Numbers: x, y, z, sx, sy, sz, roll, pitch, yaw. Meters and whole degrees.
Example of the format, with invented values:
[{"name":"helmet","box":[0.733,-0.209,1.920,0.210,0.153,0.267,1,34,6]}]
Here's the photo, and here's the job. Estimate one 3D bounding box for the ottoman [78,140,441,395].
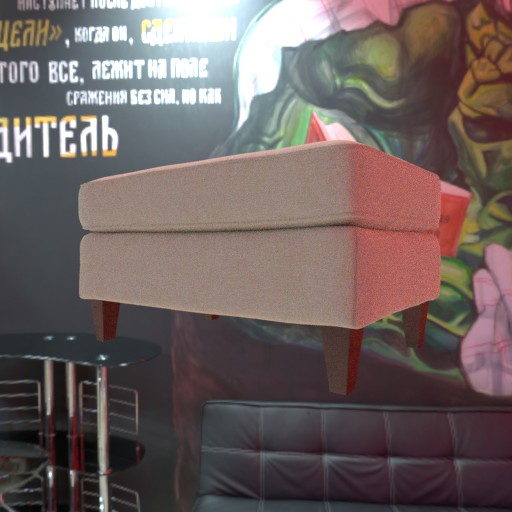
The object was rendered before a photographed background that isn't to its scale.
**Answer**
[{"name":"ottoman","box":[0.000,0.000,1.223,0.862,0.484,0.583,1,2,37]}]
